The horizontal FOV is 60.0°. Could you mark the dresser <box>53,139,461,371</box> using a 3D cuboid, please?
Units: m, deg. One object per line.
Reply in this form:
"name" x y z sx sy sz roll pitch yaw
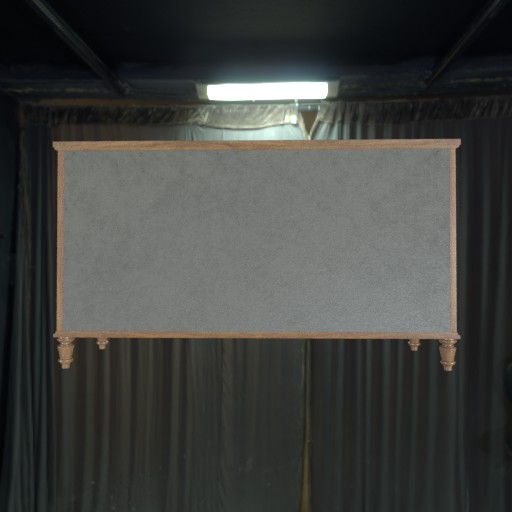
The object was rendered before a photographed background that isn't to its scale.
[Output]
"dresser" 0.000 0.000 1.948 1.583 0.892 0.468 0 -1 1
